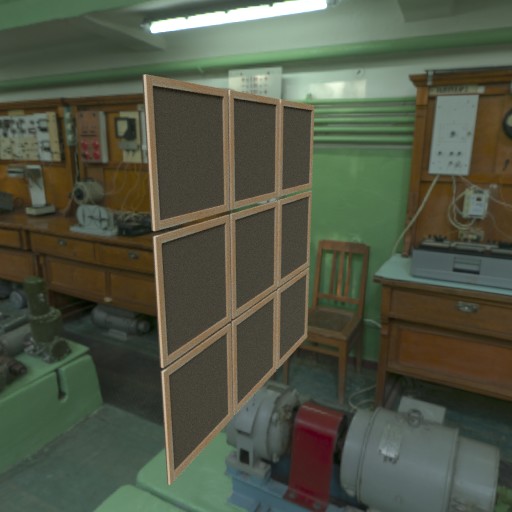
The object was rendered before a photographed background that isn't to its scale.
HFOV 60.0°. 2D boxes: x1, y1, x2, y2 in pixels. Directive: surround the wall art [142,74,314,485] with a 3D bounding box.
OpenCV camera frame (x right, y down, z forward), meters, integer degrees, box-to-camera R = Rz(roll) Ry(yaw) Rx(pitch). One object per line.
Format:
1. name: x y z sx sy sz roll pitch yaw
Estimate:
1. wall art: 0.000 0.000 1.776 0.013 1.218 1.216 8 17 26
